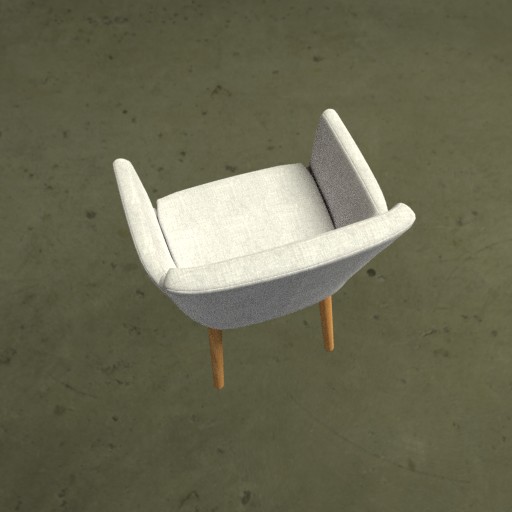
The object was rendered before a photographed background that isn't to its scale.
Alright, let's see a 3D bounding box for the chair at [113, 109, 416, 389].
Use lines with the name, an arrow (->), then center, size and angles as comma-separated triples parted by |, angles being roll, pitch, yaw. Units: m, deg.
chair -> 0.000, 0.000, 1.184 | 0.570, 0.780, 0.540 | -16, 60, -10
